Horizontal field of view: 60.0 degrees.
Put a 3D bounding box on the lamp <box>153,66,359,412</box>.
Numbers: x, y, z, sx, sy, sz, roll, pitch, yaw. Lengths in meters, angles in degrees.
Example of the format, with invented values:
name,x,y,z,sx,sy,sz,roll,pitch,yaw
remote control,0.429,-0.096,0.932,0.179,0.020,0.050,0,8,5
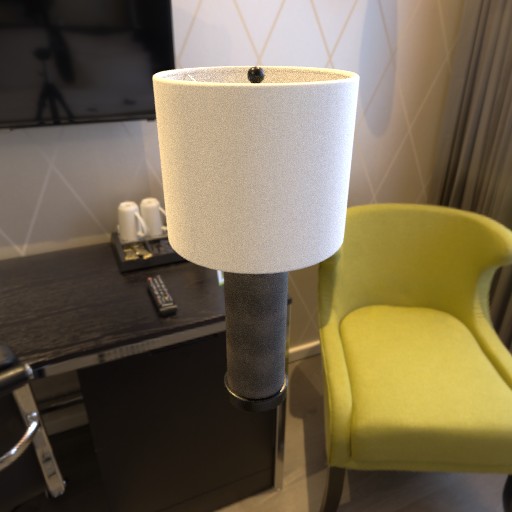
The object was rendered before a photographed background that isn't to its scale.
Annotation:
name,x,y,z,sx,sy,sz,roll,pitch,yaw
lamp,0.000,0.000,0.804,0.305,0.634,0.305,18,32,32
